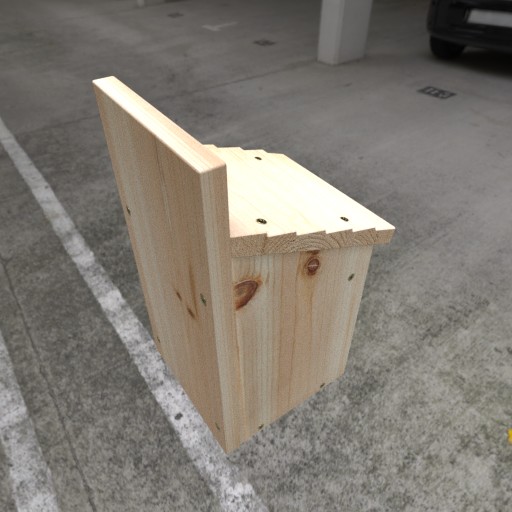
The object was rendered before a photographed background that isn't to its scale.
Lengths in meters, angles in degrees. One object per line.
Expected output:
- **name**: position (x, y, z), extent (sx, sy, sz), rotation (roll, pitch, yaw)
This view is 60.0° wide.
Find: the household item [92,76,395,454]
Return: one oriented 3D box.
- **household item**: position (0.000, 0.000, 0.392), extent (0.171, 0.300, 0.149), rotation (-25, 47, -26)
